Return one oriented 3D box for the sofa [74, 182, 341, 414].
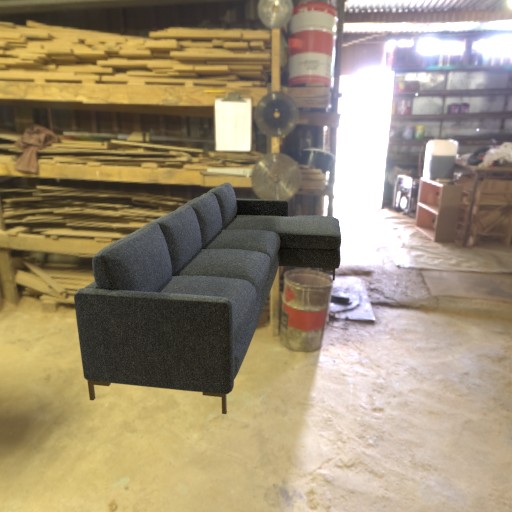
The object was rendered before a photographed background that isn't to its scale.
[{"bbox_3d":[0.000,0.000,3.476,1.350,0.810,2.932,3,17,9],"label":"sofa"}]
